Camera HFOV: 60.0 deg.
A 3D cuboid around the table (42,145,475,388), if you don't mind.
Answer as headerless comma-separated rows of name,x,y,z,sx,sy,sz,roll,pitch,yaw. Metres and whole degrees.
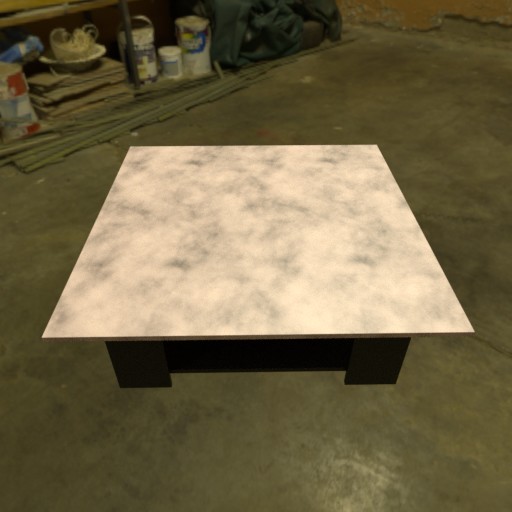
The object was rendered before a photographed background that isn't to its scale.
table,0.000,0.000,1.351,0.890,0.305,0.890,-1,39,-1
